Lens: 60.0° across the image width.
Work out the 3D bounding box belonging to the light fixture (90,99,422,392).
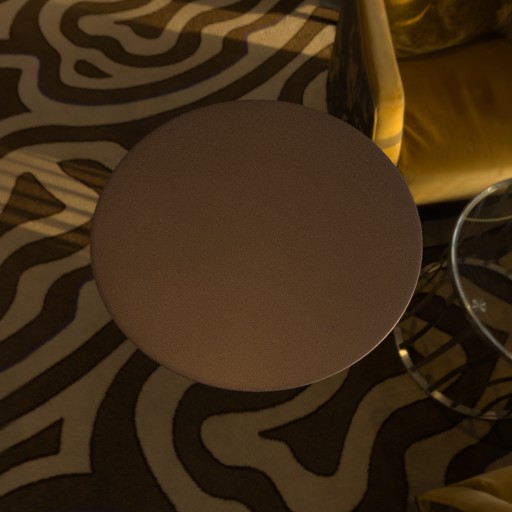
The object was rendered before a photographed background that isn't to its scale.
[{"bbox_3d":[0.000,0.000,0.437,0.280,0.135,0.280,0,64,0],"label":"light fixture"}]
